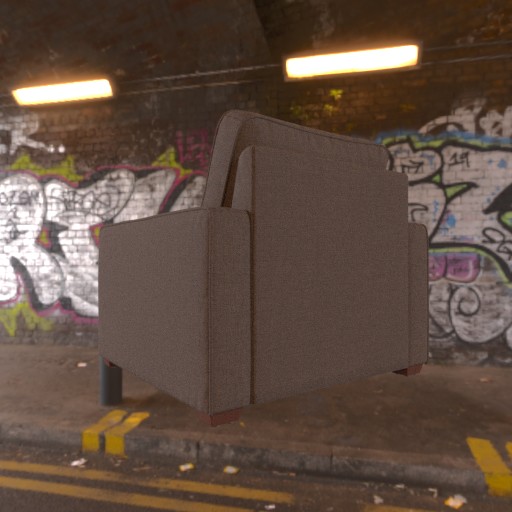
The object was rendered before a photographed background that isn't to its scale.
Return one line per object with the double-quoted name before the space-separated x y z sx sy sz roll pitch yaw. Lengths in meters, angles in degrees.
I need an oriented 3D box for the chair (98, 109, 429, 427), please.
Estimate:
"chair" 0.000 0.000 1.797 1.017 0.919 0.940 0 0 -37
